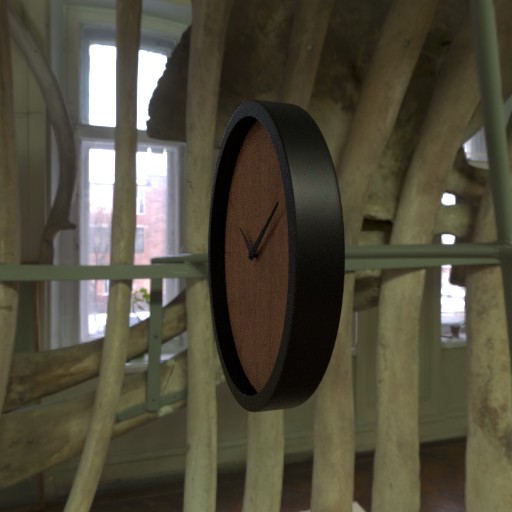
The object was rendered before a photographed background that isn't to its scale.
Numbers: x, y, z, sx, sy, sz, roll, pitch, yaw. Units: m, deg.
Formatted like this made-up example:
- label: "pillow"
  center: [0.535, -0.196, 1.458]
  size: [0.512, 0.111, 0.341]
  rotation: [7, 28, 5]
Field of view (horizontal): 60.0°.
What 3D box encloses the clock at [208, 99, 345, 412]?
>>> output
- label: "clock"
  center: [0.000, 0.000, 0.474]
  size: [0.040, 0.314, 0.314]
  rotation: [0, 1, -18]
